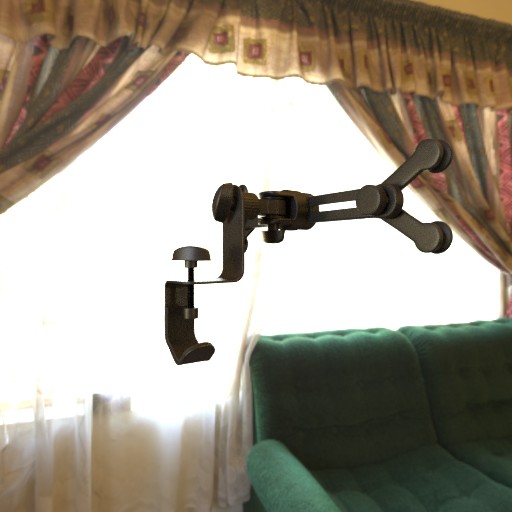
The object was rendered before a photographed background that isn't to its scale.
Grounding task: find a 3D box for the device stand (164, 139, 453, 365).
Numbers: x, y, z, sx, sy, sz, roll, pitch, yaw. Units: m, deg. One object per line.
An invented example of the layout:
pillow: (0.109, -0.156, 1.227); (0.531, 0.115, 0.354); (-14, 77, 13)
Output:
device stand: (0.000, 0.000, 0.374); (0.142, 0.166, 0.270); (0, 0, -36)
